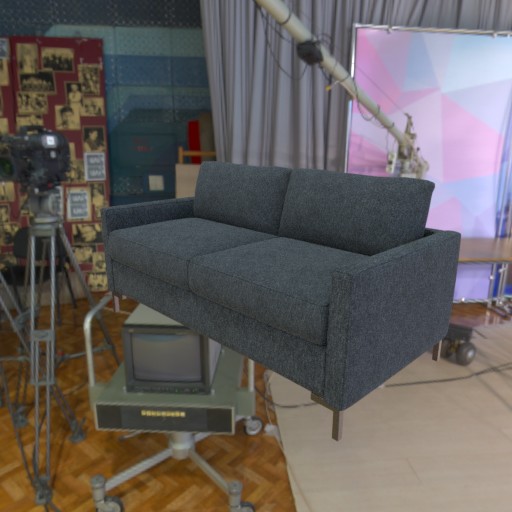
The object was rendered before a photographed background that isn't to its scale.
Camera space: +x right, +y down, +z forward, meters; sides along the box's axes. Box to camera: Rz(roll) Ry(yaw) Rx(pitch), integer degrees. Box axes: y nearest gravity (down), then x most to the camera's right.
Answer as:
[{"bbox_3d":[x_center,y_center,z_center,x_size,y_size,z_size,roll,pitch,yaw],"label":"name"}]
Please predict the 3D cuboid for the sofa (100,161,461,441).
[{"bbox_3d":[0.000,0.000,2.262,0.866,0.862,1.716,-15,22,-42],"label":"sofa"}]
